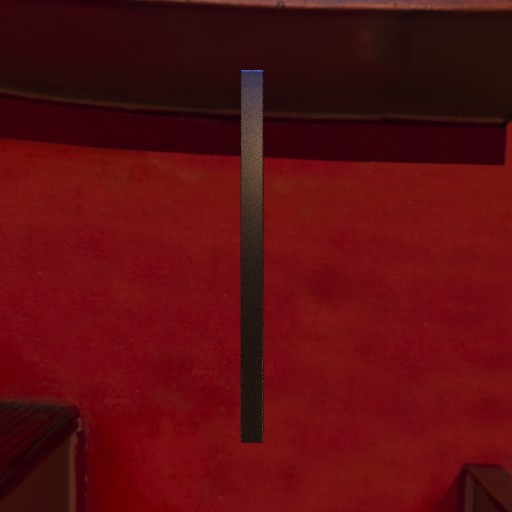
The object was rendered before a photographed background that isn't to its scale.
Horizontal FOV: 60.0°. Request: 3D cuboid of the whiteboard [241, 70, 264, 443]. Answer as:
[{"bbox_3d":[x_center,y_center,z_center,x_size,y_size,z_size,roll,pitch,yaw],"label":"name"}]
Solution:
[{"bbox_3d":[0.000,0.000,0.788,0.026,0.611,0.406,0,90,1],"label":"whiteboard"}]
